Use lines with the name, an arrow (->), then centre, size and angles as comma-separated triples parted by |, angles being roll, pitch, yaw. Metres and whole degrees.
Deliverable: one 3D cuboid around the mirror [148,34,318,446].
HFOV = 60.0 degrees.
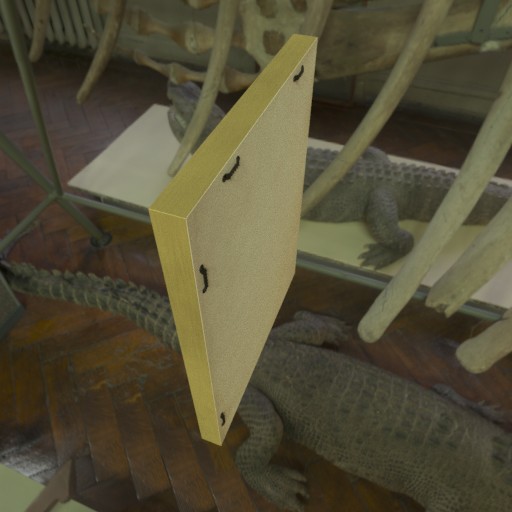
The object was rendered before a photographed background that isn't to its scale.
mirror -> 0.000, 0.000, 0.683 | 0.041, 0.508, 0.405 | 16, 49, 14
